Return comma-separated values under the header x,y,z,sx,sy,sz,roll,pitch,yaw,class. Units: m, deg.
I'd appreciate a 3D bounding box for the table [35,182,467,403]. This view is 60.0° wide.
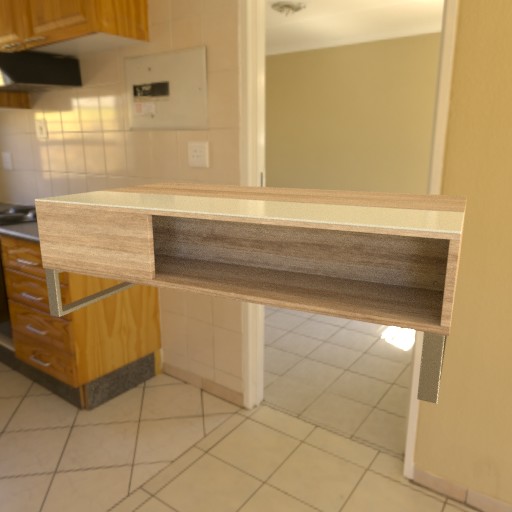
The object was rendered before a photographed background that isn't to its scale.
x,y,z,sx,sy,sz,roll,pitch,yaw,class
0.000,0.000,1.326,1.100,0.350,0.600,7,16,25,table
